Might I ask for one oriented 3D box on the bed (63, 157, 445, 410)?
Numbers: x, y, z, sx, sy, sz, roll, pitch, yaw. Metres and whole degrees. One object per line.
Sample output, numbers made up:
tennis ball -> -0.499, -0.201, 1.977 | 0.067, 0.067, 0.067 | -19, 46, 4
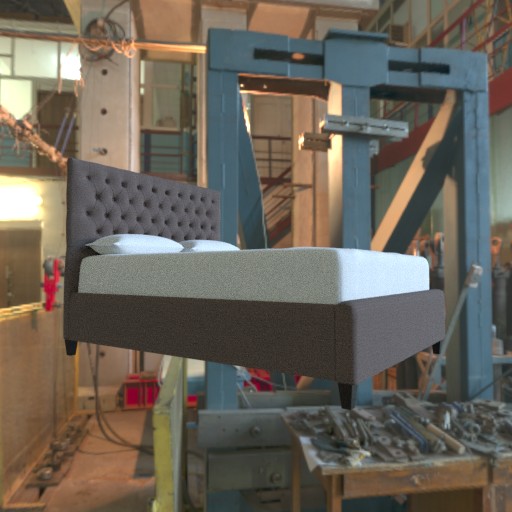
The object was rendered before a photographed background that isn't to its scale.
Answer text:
bed -> 0.000, 0.000, 3.237 | 2.233, 1.426, 1.696 | -1, -2, 35
